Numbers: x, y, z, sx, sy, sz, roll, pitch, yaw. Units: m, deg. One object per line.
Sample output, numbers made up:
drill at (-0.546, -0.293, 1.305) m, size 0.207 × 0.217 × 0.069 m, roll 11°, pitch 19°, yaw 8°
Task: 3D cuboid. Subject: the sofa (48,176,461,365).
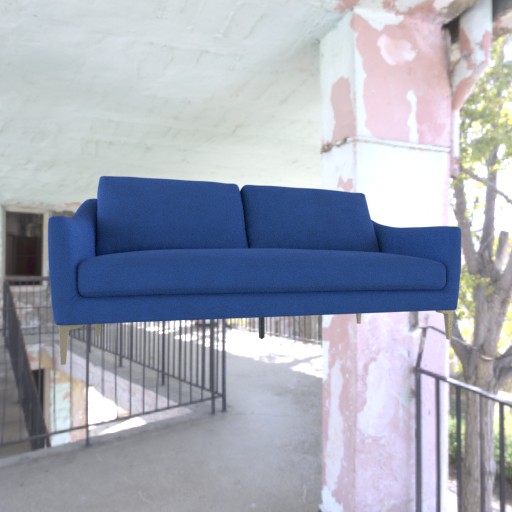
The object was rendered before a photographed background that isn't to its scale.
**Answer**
sofa at (0.000, 0.000, 2.494) m, size 2.036 × 0.903 × 0.960 m, roll 0°, pitch -1°, yaw -18°
